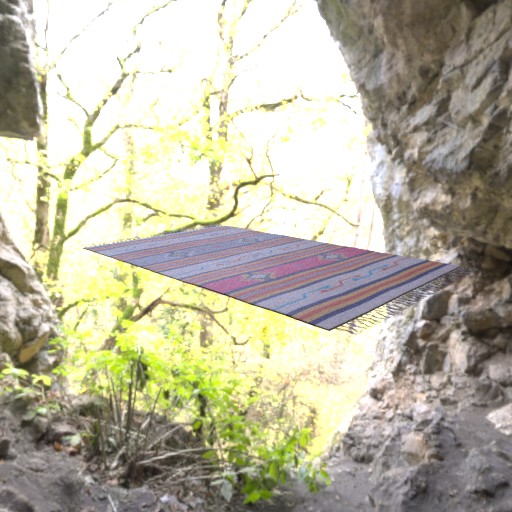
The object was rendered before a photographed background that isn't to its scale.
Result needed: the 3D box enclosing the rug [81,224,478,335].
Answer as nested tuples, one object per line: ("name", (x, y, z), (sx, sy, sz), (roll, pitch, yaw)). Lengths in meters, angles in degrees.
("rug", (0.000, 0.000, 2.306), (1.849, 0.013, 1.084), (13, 18, 43))
